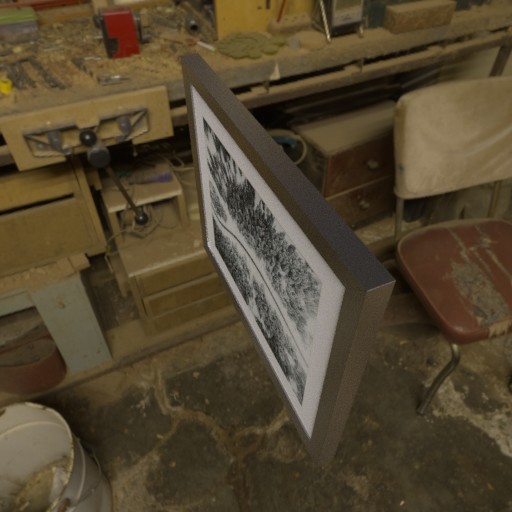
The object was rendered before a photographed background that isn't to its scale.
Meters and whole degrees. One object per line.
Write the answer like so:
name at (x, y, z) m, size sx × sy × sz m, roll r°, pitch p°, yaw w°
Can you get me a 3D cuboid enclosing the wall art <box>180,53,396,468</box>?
wall art at (0.000, 0.000, 0.739) m, size 0.032 × 0.456 × 0.557 m, roll -18°, pitch 49°, yaw -16°
